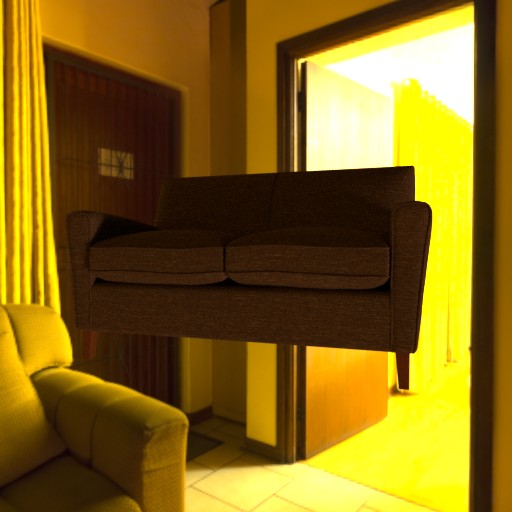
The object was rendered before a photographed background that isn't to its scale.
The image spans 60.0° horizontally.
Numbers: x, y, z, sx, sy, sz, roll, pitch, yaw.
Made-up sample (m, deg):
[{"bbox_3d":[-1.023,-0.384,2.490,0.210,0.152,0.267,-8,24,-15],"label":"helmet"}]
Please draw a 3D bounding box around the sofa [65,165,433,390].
[{"bbox_3d":[0.000,0.000,2.096,1.509,0.905,0.867,0,1,18],"label":"sofa"}]
